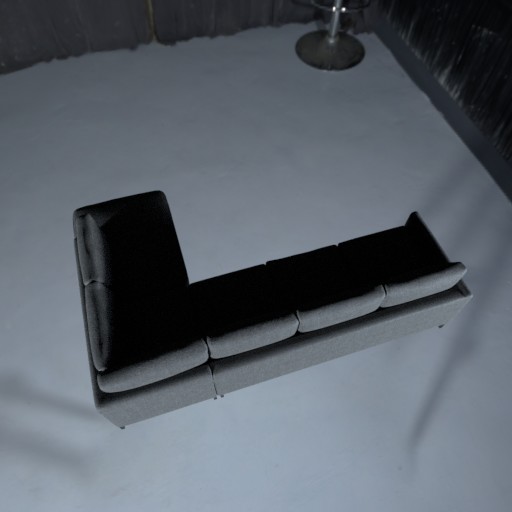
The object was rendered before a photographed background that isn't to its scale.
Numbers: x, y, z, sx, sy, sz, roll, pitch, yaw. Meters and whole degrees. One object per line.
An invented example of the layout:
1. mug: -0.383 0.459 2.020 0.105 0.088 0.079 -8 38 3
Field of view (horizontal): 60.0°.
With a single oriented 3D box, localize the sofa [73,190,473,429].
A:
1. sofa: 0.000 0.000 3.878 2.972 0.858 1.984 -15 58 -10
